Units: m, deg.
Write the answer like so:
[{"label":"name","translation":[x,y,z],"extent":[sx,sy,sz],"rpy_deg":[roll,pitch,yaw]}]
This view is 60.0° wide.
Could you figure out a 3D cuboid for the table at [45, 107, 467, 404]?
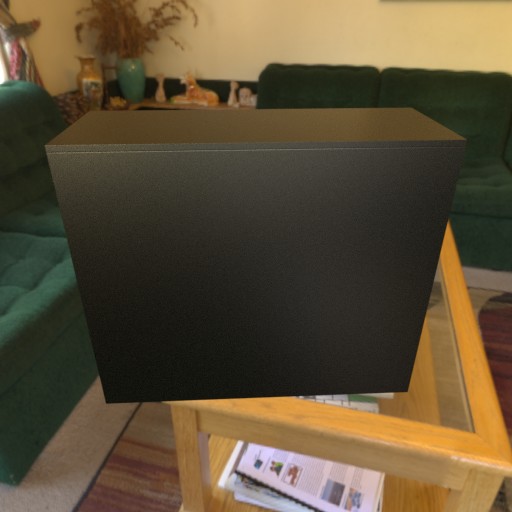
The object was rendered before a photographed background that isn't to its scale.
[{"label":"table","translation":[0.000,0.000,1.335],"extent":[0.930,0.790,0.380],"rpy_deg":[-1,30,-3]}]
